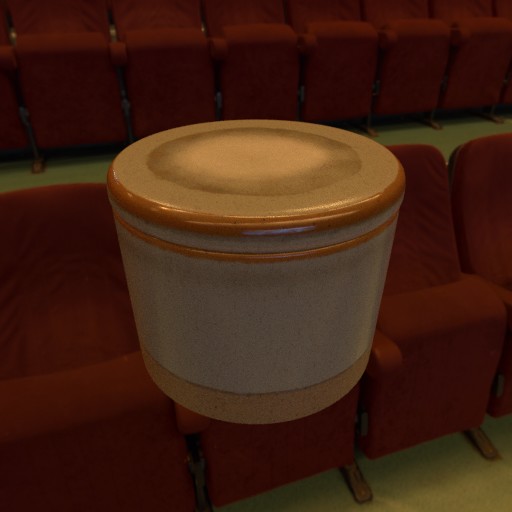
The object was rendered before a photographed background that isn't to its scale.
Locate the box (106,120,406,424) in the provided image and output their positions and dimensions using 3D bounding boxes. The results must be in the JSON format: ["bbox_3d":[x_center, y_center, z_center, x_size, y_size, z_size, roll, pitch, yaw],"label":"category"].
[{"bbox_3d":[0.000,0.000,0.212,0.123,0.100,0.123,0,31,0],"label":"box"}]
